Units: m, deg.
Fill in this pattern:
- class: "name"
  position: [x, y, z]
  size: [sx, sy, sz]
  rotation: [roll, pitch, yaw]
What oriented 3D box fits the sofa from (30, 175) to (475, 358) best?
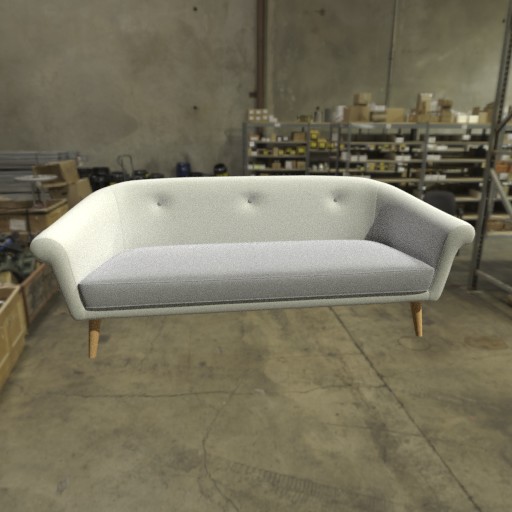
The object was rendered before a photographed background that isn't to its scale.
- class: "sofa"
  position: [0.000, 0.000, 2.537]
  size: [2.160, 0.795, 0.827]
  rotation: [-2, 17, -7]
